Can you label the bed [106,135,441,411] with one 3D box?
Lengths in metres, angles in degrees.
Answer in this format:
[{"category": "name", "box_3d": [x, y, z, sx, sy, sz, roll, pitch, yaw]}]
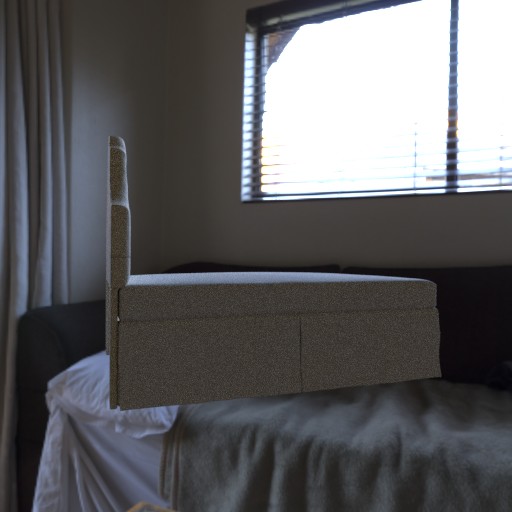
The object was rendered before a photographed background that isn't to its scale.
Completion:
[{"category": "bed", "box_3d": [0.000, 0.000, 3.298, 2.092, 1.575, 1.627, 0, -1, -19]}]
